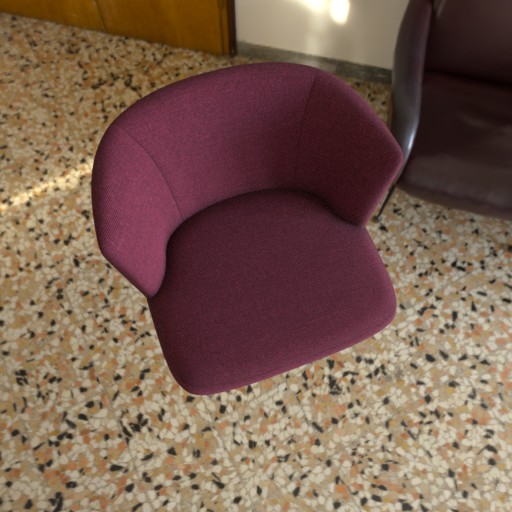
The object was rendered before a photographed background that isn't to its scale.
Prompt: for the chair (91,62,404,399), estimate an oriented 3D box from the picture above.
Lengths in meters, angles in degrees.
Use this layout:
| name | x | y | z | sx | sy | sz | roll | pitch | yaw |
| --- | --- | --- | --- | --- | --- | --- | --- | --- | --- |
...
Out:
| name | x | y | z | sx | sy | sz | roll | pitch | yaw |
| --- | --- | --- | --- | --- | --- | --- | --- | --- | --- |
| chair | 0.000 | 0.000 | 1.257 | 0.700 | 0.760 | 0.660 | -18 | 65 | -9 |
